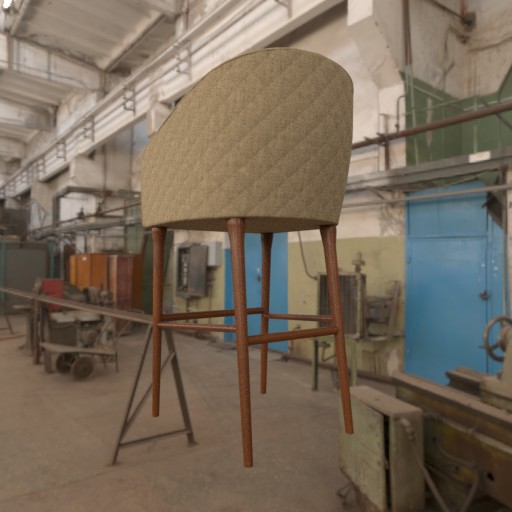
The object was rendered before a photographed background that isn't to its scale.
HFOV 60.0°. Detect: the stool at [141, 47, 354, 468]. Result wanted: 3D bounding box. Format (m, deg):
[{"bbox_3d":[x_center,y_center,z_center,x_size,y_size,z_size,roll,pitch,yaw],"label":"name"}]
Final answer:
[{"bbox_3d":[0.000,0.000,1.425,0.559,1.078,0.607,1,-1,-36],"label":"stool"}]
